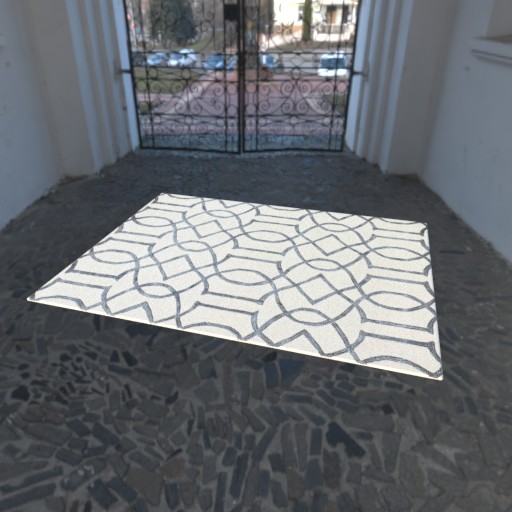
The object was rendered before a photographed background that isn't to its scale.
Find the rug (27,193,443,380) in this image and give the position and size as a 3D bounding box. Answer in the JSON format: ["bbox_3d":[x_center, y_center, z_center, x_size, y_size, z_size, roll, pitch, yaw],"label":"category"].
[{"bbox_3d":[0.000,0.000,3.855,2.910,0.021,2.211,8,31,14],"label":"rug"}]
